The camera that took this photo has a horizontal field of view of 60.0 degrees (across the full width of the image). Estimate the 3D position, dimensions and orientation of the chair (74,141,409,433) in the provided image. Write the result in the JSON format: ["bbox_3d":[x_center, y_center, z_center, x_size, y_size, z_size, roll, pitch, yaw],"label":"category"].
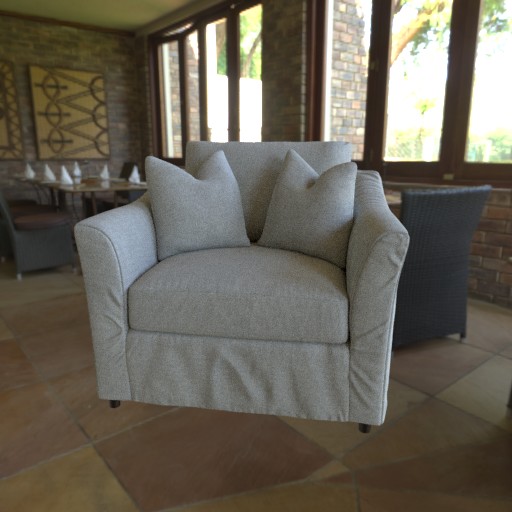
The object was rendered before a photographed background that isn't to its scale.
[{"bbox_3d":[0.000,0.000,2.065,1.194,1.059,1.071,2,13,9],"label":"chair"}]
